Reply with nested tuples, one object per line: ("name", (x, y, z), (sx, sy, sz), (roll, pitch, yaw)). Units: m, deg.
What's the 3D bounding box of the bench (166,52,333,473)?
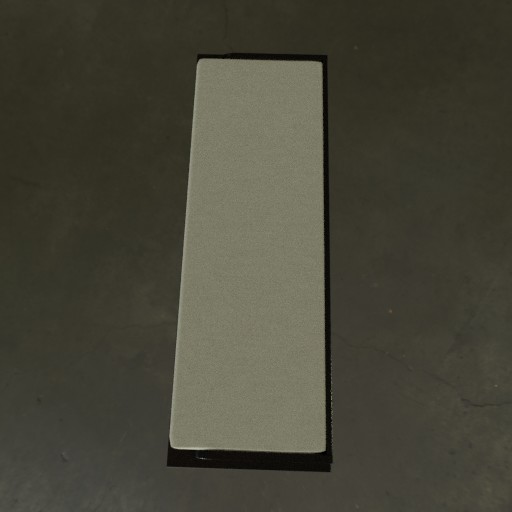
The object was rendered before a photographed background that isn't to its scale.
("bench", (0.000, 0.000, 1.423), (0.402, 0.501, 1.185), (2, 75, 0))
